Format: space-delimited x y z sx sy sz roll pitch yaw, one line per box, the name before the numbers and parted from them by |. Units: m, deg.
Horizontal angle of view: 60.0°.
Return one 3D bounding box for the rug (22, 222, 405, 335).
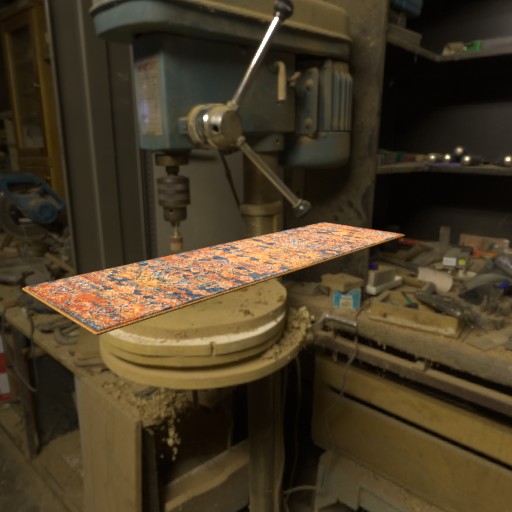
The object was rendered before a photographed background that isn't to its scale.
rug | 0.000 0.000 2.019 0.556 0.013 1.820 14 20 42
